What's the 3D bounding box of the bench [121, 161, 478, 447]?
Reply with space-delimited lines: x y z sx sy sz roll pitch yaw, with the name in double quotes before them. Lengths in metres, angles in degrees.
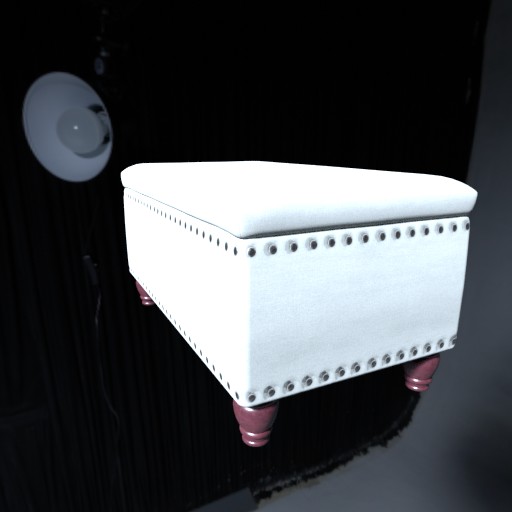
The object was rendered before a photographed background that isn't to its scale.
"bench" 0.000 0.000 1.154 0.500 0.449 0.887 -7 16 -26
